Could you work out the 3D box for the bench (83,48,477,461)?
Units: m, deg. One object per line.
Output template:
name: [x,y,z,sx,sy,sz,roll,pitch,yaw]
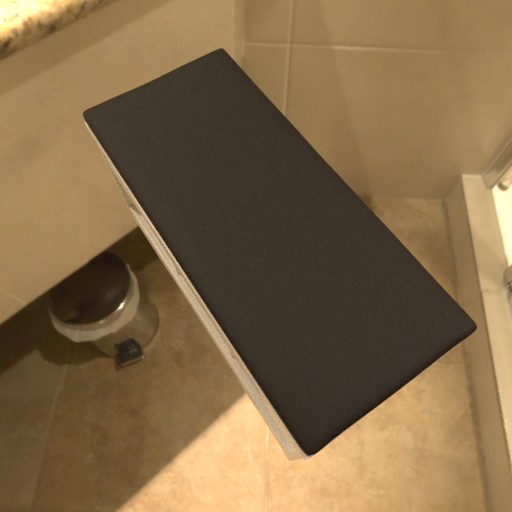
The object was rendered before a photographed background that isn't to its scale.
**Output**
bench: [0.000,0.000,1.146,0.401,0.500,0.899,-31,68,-14]
